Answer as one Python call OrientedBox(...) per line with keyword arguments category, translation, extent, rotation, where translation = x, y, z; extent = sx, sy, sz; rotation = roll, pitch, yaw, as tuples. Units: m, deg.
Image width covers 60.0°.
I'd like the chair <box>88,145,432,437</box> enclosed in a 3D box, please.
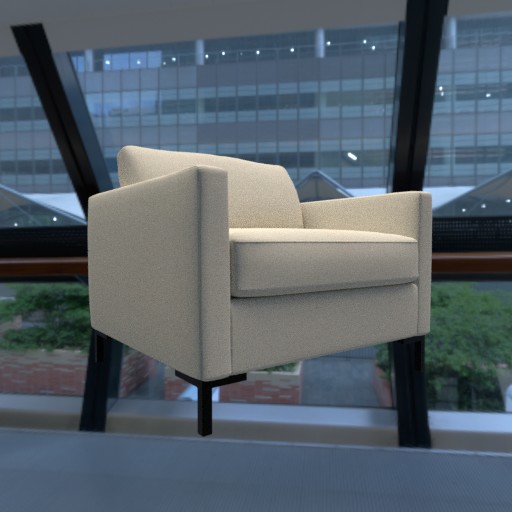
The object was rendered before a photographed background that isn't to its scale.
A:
OrientedBox(category="chair", translation=(0.000, 0.000, 1.599), extent=(0.964, 0.806, 0.875), rotation=(-1, 2, -37))
